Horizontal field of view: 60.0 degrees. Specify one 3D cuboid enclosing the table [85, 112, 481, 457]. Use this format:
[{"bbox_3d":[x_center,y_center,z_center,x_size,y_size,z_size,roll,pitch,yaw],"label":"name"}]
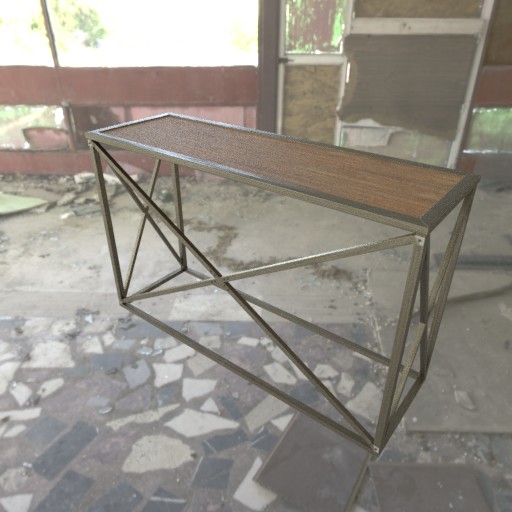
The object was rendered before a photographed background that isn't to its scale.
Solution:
[{"bbox_3d":[0.000,0.000,1.559,1.216,0.753,0.402,21,36,32],"label":"table"}]
